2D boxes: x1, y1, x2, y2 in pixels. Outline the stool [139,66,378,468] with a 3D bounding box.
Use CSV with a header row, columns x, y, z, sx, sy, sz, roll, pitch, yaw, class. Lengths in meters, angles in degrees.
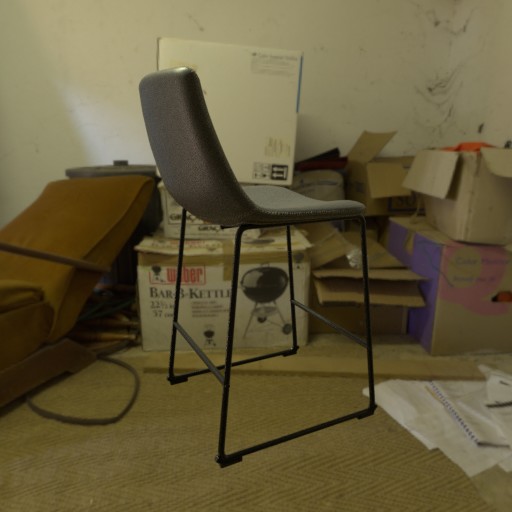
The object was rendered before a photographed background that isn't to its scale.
x,y,z,sx,sy,sz,roll,pitch,yaw,class
0.000,0.000,1.182,0.546,0.876,0.470,-7,17,-26,stool
